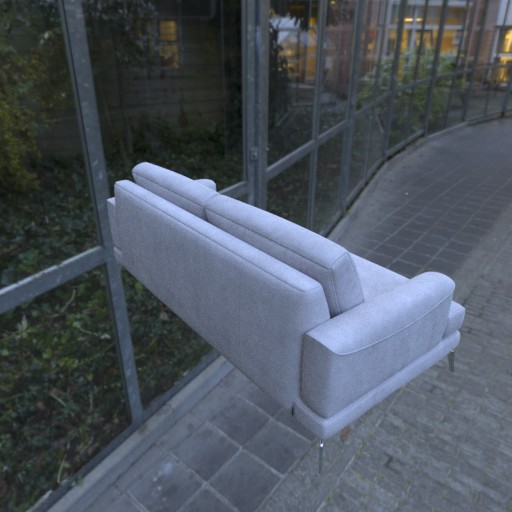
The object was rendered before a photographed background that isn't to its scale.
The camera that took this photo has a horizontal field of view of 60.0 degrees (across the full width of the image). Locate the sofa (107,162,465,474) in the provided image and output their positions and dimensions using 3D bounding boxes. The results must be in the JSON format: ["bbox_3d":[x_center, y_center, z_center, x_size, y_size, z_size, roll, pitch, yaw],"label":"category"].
[{"bbox_3d":[0.000,0.000,2.484,0.980,0.830,2.013,-19,31,-34],"label":"sofa"}]
